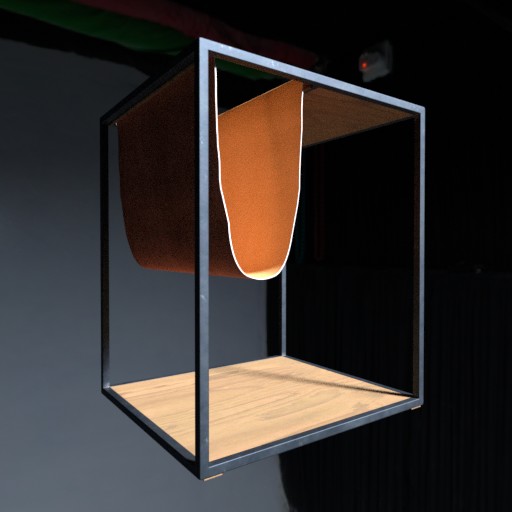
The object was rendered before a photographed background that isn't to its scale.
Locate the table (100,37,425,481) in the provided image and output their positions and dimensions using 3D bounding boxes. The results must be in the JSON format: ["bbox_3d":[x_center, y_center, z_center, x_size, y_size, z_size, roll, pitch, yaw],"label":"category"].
[{"bbox_3d":[0.000,0.000,0.820,0.450,0.536,0.399,-1,1,-36],"label":"table"}]
